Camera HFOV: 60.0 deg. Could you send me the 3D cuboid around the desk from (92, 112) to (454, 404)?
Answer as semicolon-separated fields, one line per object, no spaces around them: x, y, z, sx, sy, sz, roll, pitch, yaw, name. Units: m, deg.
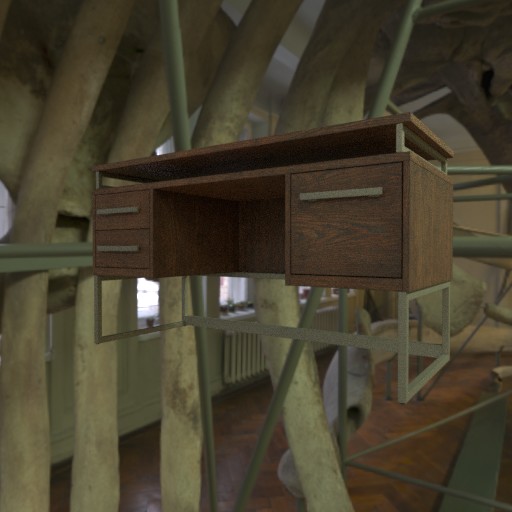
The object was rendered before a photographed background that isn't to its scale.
0.000;0.000;1.813;1.384;0.792;0.610;1;1;34;desk
